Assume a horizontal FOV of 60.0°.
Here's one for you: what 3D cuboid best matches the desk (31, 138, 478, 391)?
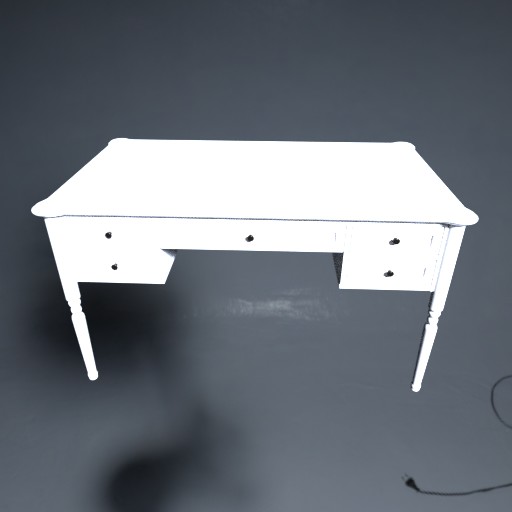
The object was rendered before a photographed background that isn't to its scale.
[{"bbox_3d":[0.000,0.000,1.870,1.380,0.762,0.807,1,30,2],"label":"desk"}]
